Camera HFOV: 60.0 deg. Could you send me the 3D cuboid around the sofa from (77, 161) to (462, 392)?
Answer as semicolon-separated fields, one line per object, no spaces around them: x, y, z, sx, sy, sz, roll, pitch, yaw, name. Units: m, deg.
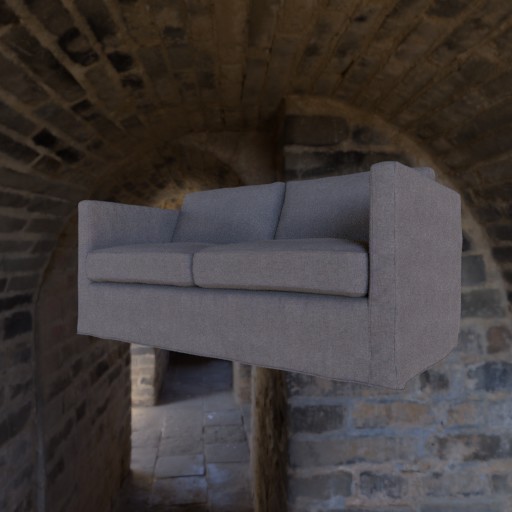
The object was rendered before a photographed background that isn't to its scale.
0.000;0.000;2.279;1.802;0.854;0.974;0;0;36;sofa
